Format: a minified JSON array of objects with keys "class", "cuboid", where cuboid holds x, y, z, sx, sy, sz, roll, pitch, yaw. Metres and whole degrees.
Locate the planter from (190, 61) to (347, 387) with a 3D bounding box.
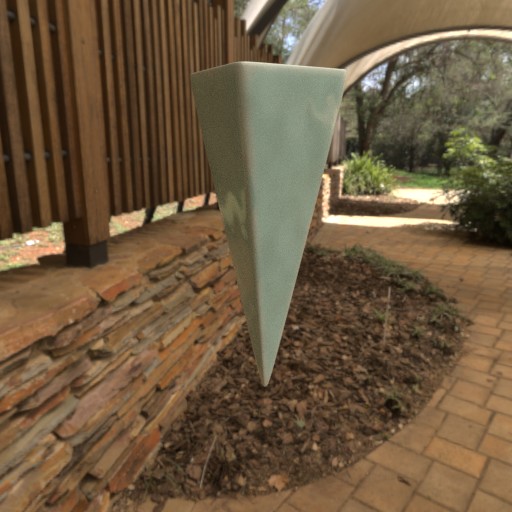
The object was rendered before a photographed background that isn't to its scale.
[{"class":"planter","cuboid":[0.000,0.000,0.218,0.080,0.178,0.064,3,14,10]}]
